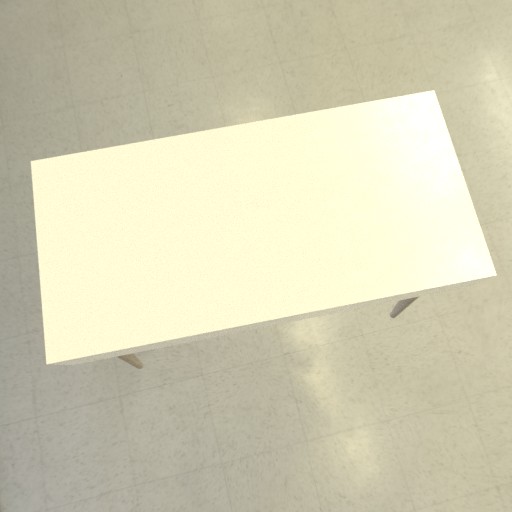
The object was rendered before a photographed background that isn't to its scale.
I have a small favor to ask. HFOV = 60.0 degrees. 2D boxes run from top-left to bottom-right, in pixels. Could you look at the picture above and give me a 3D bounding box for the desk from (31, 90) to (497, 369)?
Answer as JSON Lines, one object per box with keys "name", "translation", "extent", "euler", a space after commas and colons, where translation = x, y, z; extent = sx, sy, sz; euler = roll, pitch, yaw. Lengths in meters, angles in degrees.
{"name": "desk", "translation": [0.000, 0.000, 1.350], "extent": [0.979, 0.723, 0.491], "euler": [-11, 76, -3]}
